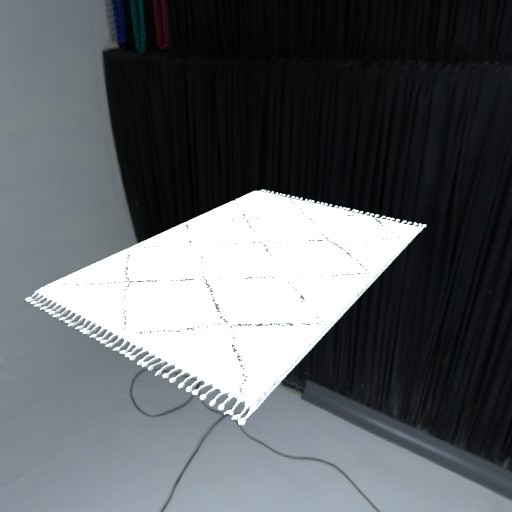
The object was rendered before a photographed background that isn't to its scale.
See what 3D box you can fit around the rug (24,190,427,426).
[{"bbox_3d":[0.000,0.000,2.844,1.494,0.031,2.307,18,32,31],"label":"rug"}]
